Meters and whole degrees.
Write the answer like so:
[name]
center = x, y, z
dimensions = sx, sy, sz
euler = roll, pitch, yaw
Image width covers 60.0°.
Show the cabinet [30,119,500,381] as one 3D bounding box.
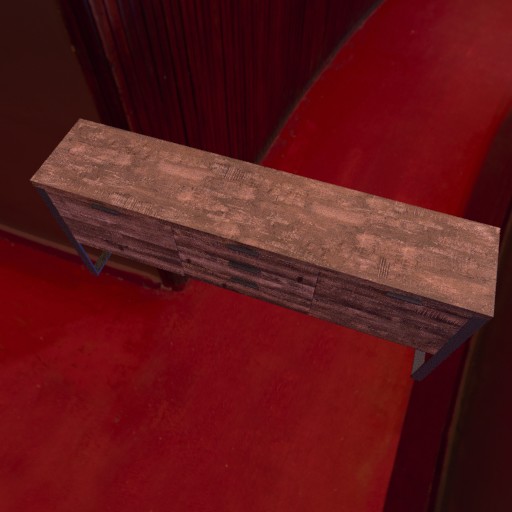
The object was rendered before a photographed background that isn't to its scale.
[cabinet]
center = 0.000, 0.000, 2.044
dimensions = 1.800, 0.762, 0.395
euler = 17, 60, 10
